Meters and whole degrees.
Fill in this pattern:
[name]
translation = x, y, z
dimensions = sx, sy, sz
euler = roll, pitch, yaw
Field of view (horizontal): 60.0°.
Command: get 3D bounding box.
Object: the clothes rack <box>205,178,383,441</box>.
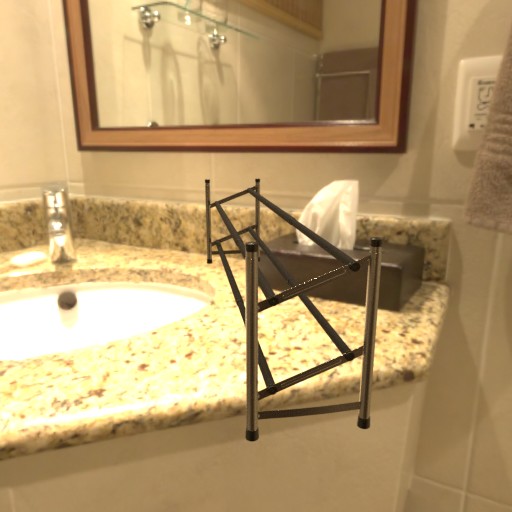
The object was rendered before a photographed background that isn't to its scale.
[clothes rack]
translation = 0.000, 0.000, 1.291
dimensions = 0.229, 0.349, 1.168
euler = -2, 15, -9
